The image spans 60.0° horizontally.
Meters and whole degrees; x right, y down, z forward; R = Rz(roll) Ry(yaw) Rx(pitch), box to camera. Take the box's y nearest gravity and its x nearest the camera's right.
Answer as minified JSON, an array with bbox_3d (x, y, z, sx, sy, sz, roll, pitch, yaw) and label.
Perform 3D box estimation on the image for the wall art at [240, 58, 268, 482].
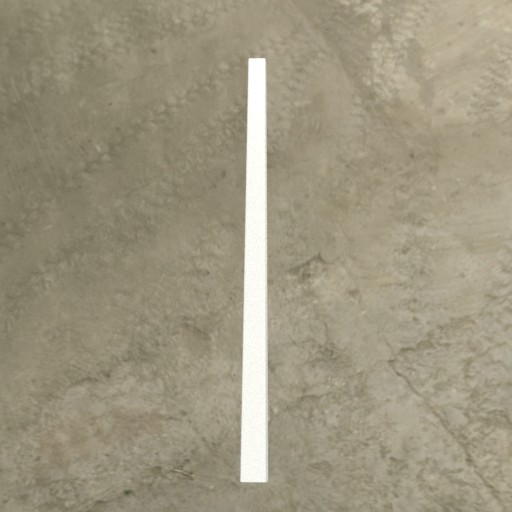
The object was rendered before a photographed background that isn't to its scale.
[{"bbox_3d":[0.000,0.000,0.850,0.036,0.256,0.766,0,64,0],"label":"wall art"}]
